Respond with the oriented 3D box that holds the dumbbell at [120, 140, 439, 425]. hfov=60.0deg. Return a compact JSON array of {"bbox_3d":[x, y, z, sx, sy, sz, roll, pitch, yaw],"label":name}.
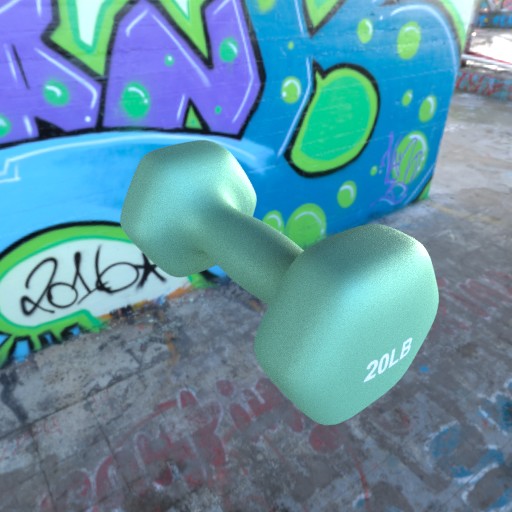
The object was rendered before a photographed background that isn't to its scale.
[{"bbox_3d":[0.000,0.000,0.338,0.129,0.117,0.260,-21,38,-30],"label":"dumbbell"}]
